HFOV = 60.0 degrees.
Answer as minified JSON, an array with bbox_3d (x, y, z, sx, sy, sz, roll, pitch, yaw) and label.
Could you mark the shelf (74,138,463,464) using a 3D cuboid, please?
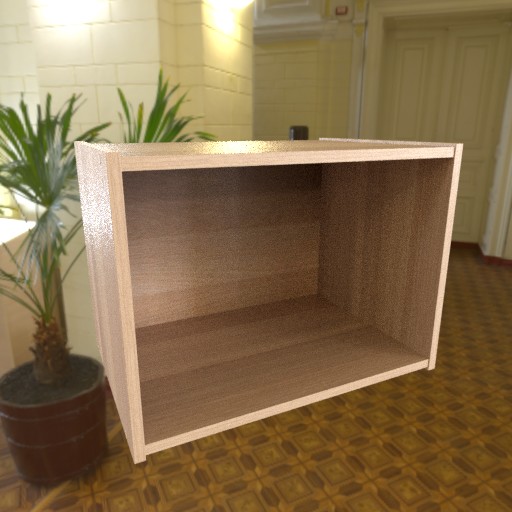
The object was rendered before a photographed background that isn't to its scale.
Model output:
[{"bbox_3d":[0.000,0.000,0.614,0.415,0.305,0.290,-8,18,-25],"label":"shelf"}]
